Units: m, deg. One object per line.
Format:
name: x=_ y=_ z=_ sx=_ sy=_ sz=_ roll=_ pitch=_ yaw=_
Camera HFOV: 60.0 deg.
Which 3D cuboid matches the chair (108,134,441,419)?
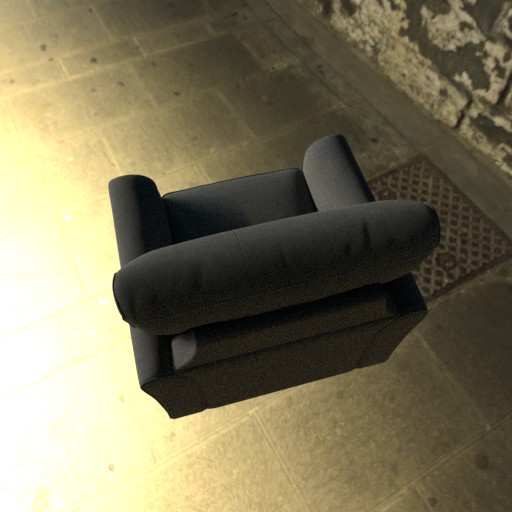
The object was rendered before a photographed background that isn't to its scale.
chair: x=0.000 y=0.000 z=1.612 sx=0.941 sy=0.890 sz=0.816 roll=-13 pitch=59 yaw=-8
